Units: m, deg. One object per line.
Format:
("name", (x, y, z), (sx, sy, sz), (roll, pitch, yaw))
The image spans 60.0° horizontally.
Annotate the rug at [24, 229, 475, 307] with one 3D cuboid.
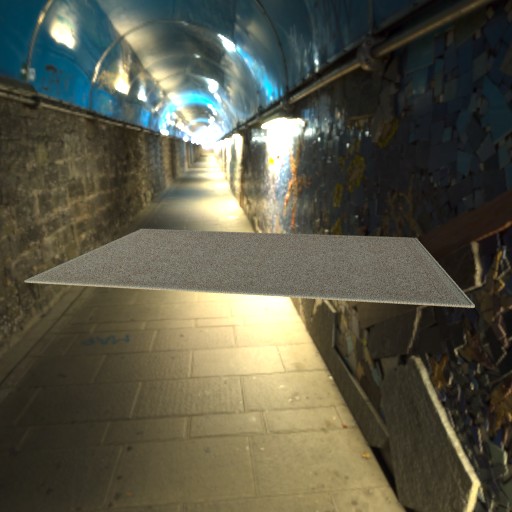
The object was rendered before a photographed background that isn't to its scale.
("rug", (0.000, 0.000, 2.343), (1.829, 0.010, 1.219), (2, 14, 9))
